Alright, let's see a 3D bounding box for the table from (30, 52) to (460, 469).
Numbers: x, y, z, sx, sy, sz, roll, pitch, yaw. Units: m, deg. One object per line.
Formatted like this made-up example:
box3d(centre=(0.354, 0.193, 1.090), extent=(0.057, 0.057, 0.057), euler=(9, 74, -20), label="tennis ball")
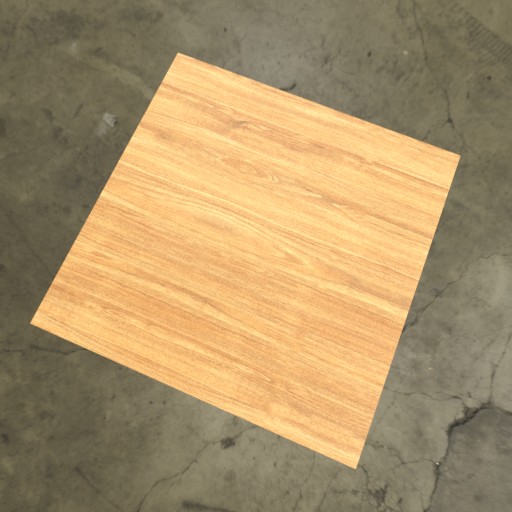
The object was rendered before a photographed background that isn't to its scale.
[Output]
box3d(centre=(0.000, 0.000, 1.433), extent=(0.900, 0.450, 0.900), euler=(22, 76, 6), label="table")
